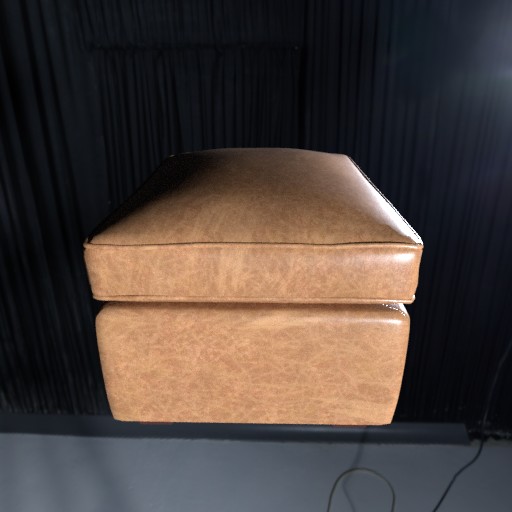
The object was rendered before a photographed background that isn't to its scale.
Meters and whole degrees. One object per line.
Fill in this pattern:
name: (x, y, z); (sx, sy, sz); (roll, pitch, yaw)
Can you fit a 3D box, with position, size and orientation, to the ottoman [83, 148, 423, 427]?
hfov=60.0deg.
ottoman: (0.000, 0.000, 1.094); (0.554, 0.468, 0.756); (1, 24, 1)
